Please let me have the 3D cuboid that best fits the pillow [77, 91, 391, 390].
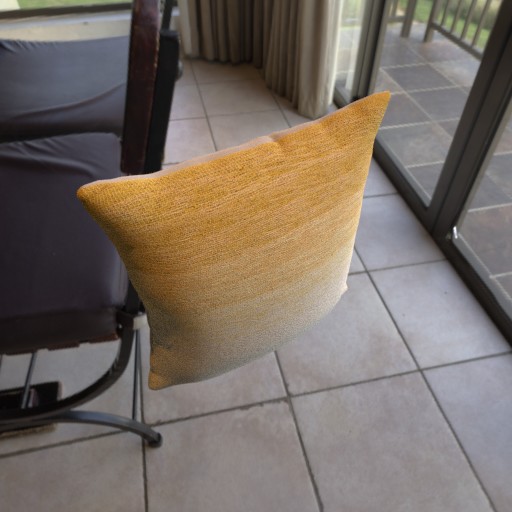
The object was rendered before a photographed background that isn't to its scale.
[{"bbox_3d":[0.000,0.000,0.713,0.450,0.450,0.211,-24,51,-21],"label":"pillow"}]
